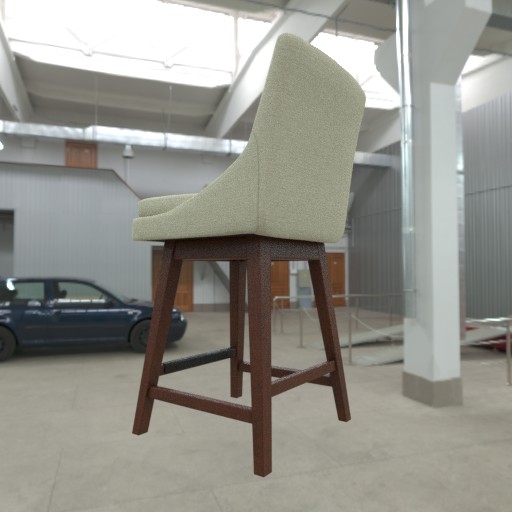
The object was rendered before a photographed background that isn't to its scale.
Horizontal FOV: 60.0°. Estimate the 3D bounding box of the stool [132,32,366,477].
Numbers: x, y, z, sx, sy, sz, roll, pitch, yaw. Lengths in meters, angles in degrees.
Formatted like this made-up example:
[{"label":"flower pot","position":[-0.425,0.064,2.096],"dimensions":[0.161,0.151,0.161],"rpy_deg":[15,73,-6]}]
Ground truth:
[{"label":"stool","position":[0.000,0.000,1.288],"dimensions":[0.559,0.991,0.469],"rpy_deg":[-1,-2,36]}]
